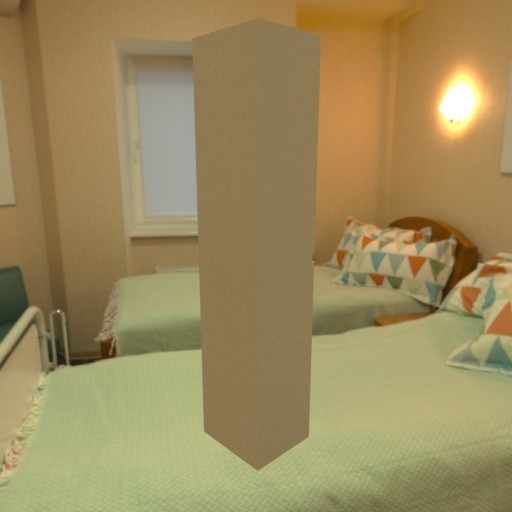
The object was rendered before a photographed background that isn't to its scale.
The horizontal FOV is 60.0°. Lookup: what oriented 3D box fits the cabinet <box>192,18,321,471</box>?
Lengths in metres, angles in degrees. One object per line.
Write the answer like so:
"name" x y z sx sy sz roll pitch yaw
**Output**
"cabinet" 0.000 0.000 1.538 0.269 1.400 0.300 -12 18 -42
